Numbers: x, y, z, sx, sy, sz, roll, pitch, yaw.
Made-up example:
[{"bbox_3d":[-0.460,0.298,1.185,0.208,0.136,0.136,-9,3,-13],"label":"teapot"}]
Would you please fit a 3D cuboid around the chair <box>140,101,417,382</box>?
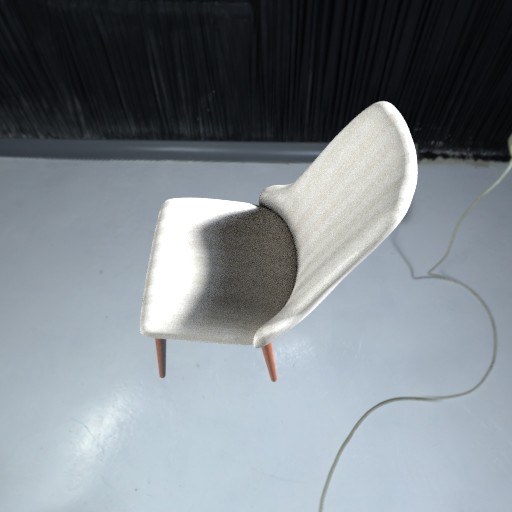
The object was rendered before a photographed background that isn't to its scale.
[{"bbox_3d":[0.000,0.000,1.336,0.684,0.917,0.526,2,58,1],"label":"chair"}]
